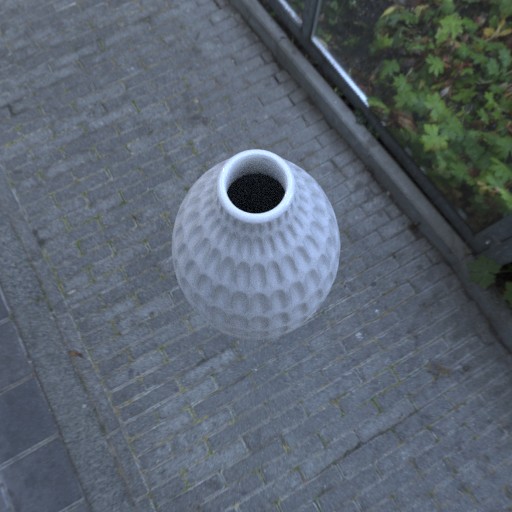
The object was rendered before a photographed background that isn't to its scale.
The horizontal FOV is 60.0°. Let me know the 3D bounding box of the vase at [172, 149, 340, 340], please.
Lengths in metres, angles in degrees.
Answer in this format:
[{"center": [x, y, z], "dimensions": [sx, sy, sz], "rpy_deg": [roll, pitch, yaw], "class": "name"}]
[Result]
[{"center": [0.000, 0.000, 0.350], "dimensions": [0.127, 0.282, 0.127], "rpy_deg": [0, 76, 0], "class": "vase"}]
